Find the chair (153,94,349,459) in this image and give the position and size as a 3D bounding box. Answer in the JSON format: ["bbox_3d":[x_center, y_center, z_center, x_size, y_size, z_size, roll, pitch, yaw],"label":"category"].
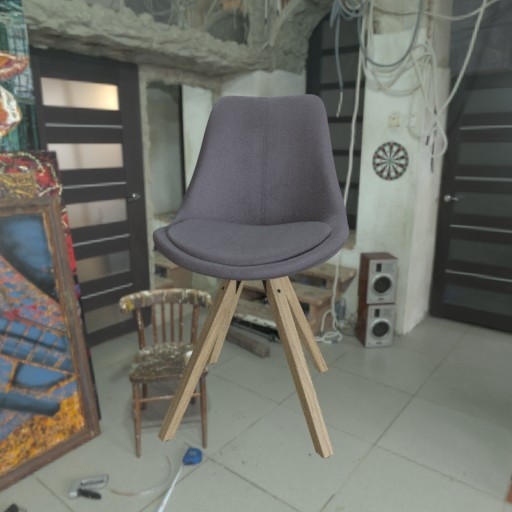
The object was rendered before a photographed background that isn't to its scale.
[{"bbox_3d":[0.000,0.000,1.188,0.483,0.865,0.547,2,14,9],"label":"chair"}]
